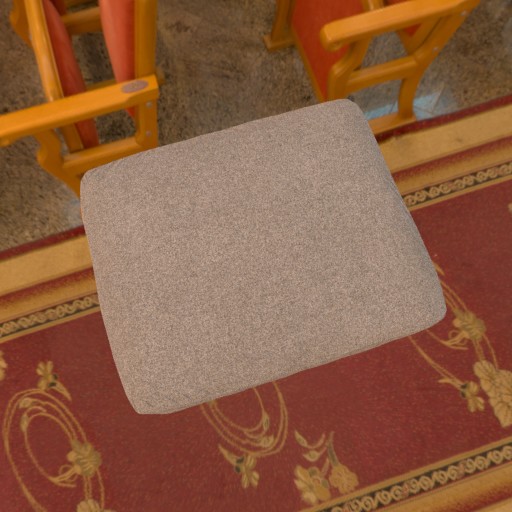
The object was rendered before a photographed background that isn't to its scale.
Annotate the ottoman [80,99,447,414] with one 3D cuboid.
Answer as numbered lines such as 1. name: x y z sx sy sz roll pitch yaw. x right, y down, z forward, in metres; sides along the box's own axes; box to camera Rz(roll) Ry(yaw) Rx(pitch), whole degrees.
1. ottoman: 0.000 0.000 1.265 0.837 0.481 0.683 -17 74 -5
